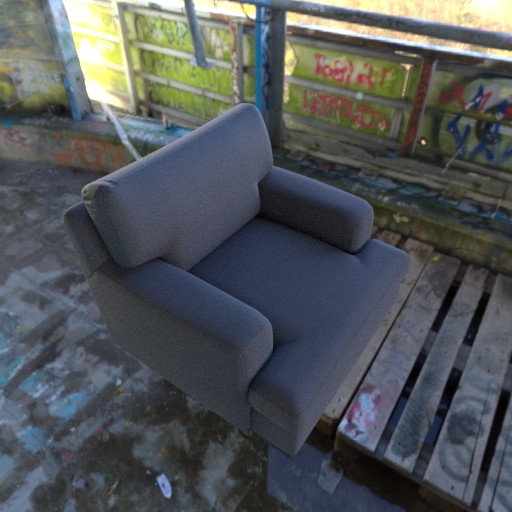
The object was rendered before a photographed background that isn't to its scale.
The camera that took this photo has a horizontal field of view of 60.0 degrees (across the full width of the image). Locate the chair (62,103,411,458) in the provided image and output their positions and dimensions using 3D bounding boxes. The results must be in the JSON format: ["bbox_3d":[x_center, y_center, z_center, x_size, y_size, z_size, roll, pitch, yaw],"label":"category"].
[{"bbox_3d":[0.000,0.000,2.036,1.143,0.940,1.168,25,47,26],"label":"chair"}]
